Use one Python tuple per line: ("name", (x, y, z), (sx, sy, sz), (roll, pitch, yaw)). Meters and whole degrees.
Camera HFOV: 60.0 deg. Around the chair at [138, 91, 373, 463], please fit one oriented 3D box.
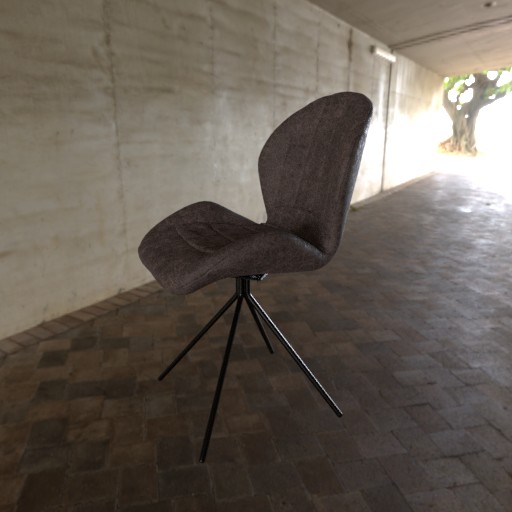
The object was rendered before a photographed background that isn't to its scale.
("chair", (0.000, 0.000, 1.313), (0.640, 0.934, 0.527), (-8, 17, -25))
